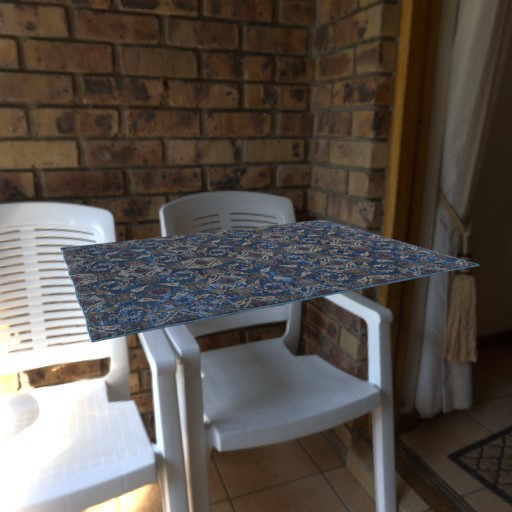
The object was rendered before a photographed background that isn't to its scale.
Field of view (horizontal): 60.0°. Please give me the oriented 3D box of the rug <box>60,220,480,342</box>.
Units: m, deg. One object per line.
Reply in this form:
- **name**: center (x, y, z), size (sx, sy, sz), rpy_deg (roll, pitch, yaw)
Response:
- **rug**: center (0.000, 0.000, 2.837), size (2.207, 0.014, 1.567), rpy_deg (-8, 18, -26)
